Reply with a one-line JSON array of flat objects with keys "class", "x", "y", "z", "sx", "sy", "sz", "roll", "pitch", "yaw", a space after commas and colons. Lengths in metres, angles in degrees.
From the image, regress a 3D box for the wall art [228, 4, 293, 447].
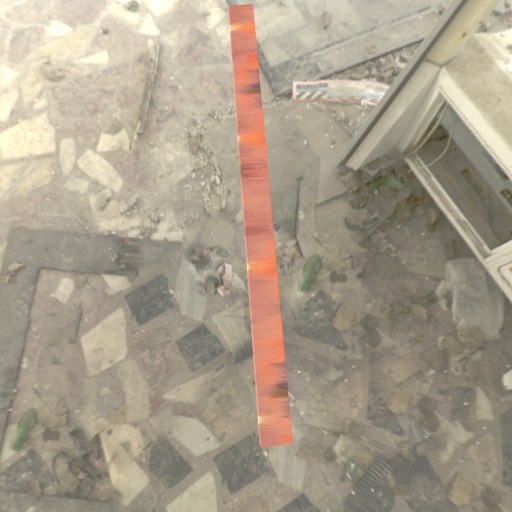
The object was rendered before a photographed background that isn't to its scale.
[{"class": "wall art", "x": 0.000, "y": 0.000, "z": 0.866, "sx": 0.037, "sy": 0.609, "sz": 0.603, "roll": -4, "pitch": 75, "yaw": -1}]
